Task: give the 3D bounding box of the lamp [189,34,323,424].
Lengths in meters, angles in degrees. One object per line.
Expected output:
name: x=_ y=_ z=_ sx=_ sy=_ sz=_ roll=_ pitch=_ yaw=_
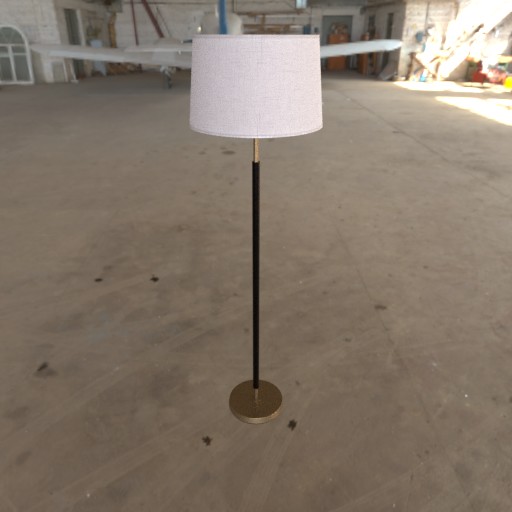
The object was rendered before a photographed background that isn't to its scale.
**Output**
lamp: x=0.000 y=0.000 z=1.620 sx=0.420 sy=1.447 sz=0.420 roll=0 pitch=27 yaw=0
